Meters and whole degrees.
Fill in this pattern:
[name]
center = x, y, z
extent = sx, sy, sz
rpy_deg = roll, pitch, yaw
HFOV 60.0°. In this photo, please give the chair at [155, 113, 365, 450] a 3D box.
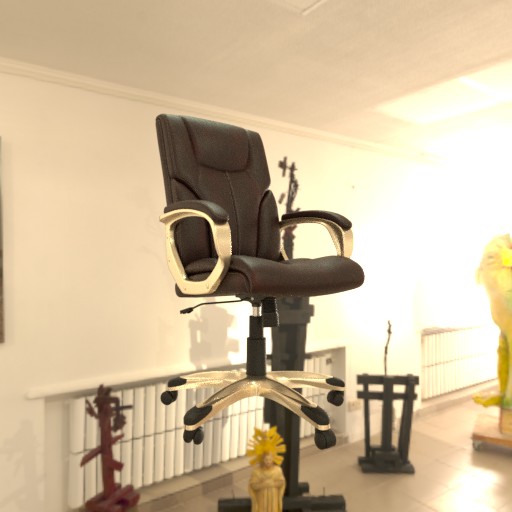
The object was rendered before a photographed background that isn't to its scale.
[chair]
center = 0.000, 0.000, 1.558
extent = 0.662, 1.107, 0.739
rpy_deg = 0, 0, -36
